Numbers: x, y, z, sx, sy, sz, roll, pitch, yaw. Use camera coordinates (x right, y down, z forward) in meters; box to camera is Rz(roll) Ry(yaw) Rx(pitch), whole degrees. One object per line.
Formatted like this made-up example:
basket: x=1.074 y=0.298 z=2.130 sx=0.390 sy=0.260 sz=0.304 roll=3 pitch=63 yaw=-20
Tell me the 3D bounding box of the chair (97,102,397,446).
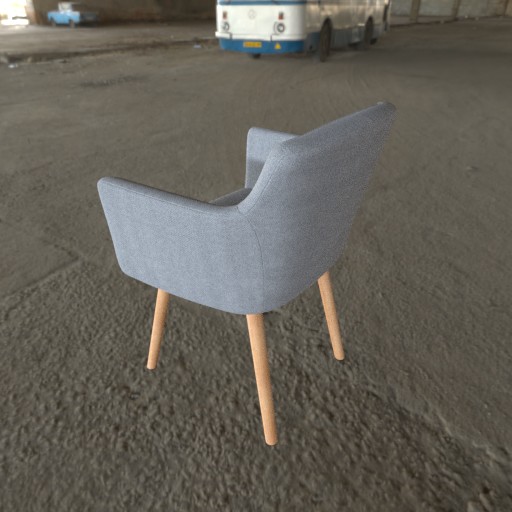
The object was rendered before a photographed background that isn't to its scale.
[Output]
chair: x=0.000 y=0.000 z=1.151 sx=0.540 sy=0.780 sz=0.570 roll=20 pitch=36 yaw=31
